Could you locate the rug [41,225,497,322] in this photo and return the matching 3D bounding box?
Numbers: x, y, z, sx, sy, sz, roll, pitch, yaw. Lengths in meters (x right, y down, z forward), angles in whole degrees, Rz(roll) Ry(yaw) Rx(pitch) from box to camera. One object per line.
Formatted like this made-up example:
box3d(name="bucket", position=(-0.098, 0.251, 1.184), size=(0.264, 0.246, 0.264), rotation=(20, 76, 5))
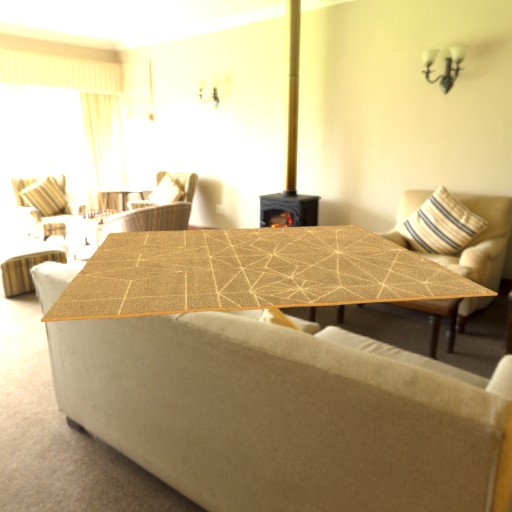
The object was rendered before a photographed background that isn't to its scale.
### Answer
box3d(name="rug", position=(0.000, 0.000, 0.868), size=(0.639, 0.006, 0.548), rotation=(-2, 15, -9))
